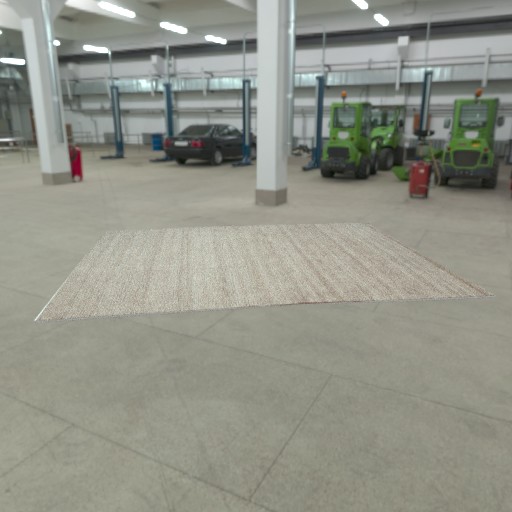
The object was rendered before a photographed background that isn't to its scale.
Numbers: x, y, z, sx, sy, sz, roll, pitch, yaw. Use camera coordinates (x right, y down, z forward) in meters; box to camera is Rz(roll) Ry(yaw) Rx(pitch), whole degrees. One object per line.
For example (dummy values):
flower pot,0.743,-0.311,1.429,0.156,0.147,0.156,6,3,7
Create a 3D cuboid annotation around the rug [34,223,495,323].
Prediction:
rug,0.000,0.000,4.177,3.202,0.045,2.434,-2,17,-7
